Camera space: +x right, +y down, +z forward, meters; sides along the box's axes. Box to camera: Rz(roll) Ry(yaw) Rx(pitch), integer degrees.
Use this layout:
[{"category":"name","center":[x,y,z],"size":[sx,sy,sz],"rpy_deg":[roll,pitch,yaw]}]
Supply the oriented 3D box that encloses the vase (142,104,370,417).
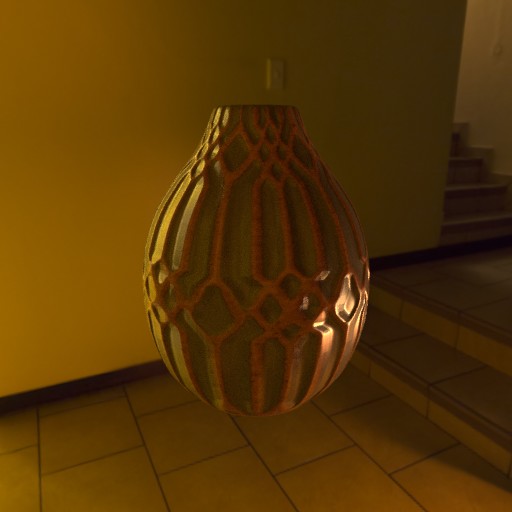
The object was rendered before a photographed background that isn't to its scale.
[{"category":"vase","center":[0.000,0.000,0.137],"size":[0.069,0.088,0.069],"rpy_deg":[0,16,0]}]
